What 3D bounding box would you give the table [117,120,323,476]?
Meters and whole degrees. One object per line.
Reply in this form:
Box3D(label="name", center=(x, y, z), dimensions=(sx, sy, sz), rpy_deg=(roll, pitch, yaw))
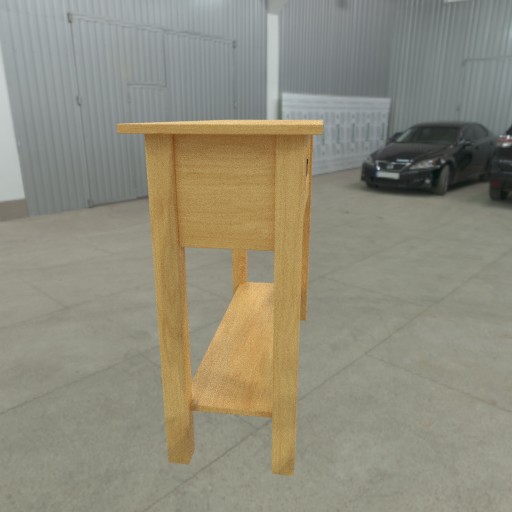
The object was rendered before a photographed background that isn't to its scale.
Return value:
Box3D(label="table", center=(0.000, 0.000, 1.248), dimensions=(0.340, 0.728, 0.900), rpy_deg=(2, 18, 8))
